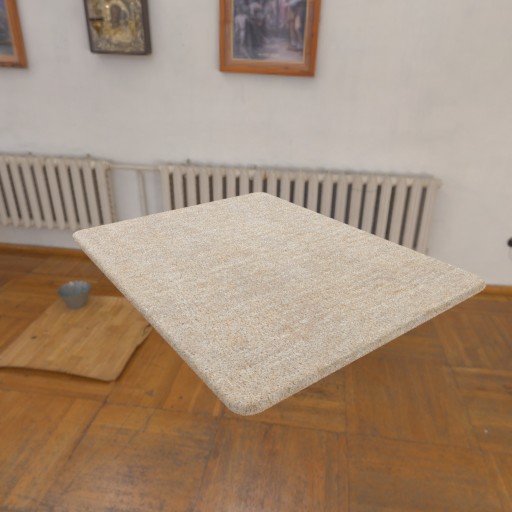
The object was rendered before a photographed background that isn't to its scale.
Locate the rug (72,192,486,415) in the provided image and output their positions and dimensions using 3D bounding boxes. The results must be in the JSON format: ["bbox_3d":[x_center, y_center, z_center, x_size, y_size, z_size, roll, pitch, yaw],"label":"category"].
[{"bbox_3d":[0.000,0.000,3.310,2.009,0.048,2.528,-17,30,-32],"label":"rug"}]
